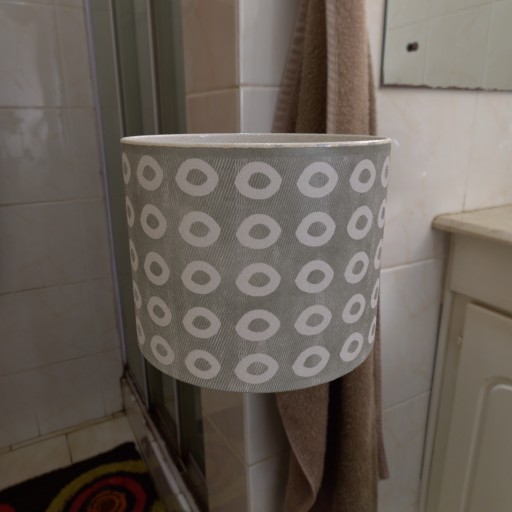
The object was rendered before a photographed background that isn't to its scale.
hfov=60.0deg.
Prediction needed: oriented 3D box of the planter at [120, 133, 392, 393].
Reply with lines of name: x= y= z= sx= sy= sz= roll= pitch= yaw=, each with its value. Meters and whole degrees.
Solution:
planter: x=0.000 y=0.000 z=0.349 sx=0.190 sy=0.181 sz=0.190 roll=0 pitch=17 yaw=0
